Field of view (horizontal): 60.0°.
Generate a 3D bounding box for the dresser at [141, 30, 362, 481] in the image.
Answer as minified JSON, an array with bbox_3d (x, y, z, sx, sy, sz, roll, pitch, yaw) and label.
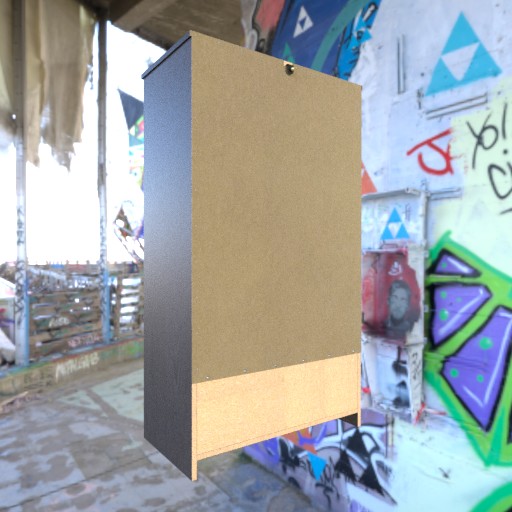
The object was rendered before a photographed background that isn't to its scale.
[{"bbox_3d":[0.000,0.000,1.580,0.704,1.254,0.418,0,0,-35],"label":"dresser"}]
